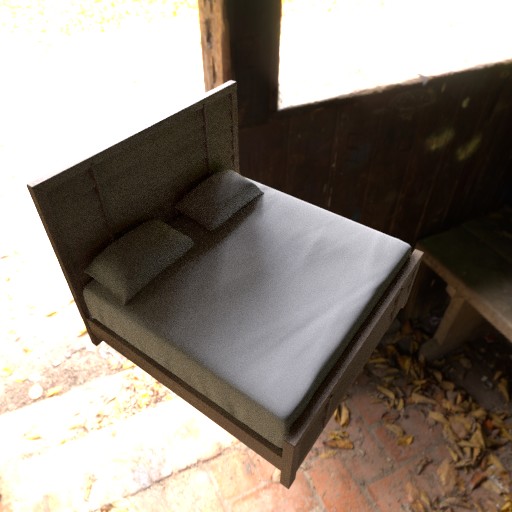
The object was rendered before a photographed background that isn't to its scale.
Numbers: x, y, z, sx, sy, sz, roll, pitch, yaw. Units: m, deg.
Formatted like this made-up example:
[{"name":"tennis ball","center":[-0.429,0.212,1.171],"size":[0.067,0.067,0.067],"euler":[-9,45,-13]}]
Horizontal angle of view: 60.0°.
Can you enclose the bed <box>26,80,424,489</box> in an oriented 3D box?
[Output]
[{"name":"bed","center":[0.000,0.000,3.438],"size":[2.032,1.626,2.032],"euler":[26,49,26]}]
